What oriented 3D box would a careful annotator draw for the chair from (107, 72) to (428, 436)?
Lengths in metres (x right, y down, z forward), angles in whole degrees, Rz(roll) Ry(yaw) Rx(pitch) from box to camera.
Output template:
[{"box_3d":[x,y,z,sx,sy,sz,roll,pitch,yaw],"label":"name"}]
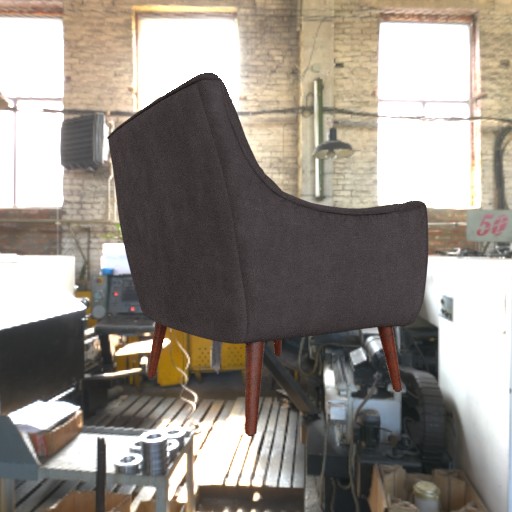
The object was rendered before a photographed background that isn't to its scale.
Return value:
[{"box_3d":[0.000,0.000,1.418,0.787,0.838,0.762,0,1,-36],"label":"chair"}]
